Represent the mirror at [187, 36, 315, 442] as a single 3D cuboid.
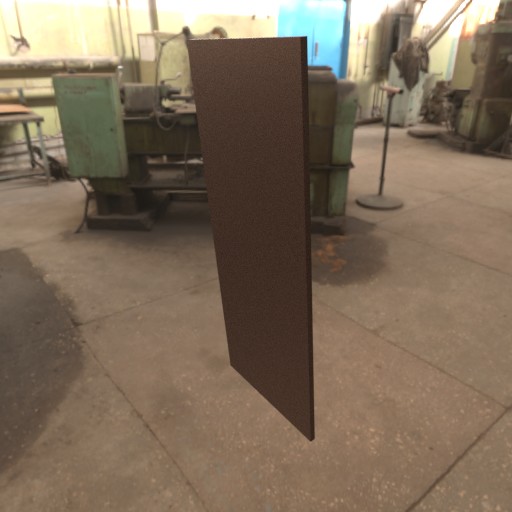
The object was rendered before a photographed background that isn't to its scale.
[{"bbox_3d":[0.000,0.000,2.289,0.221,2.020,0.812,-17,30,-32],"label":"mirror"}]
